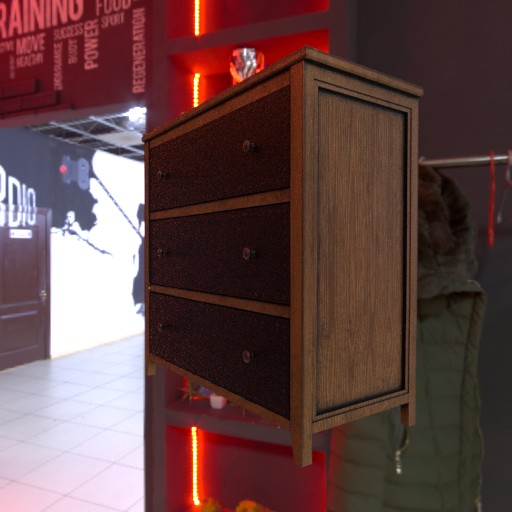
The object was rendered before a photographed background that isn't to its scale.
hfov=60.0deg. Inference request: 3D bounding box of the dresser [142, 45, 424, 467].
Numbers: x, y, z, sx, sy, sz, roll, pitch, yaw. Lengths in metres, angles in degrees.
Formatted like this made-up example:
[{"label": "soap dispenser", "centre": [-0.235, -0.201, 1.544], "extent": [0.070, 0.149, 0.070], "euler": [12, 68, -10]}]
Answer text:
[{"label": "dresser", "centre": [0.000, 0.000, 1.936], "extent": [0.591, 1.224, 1.250], "euler": [-1, 1, -36]}]
